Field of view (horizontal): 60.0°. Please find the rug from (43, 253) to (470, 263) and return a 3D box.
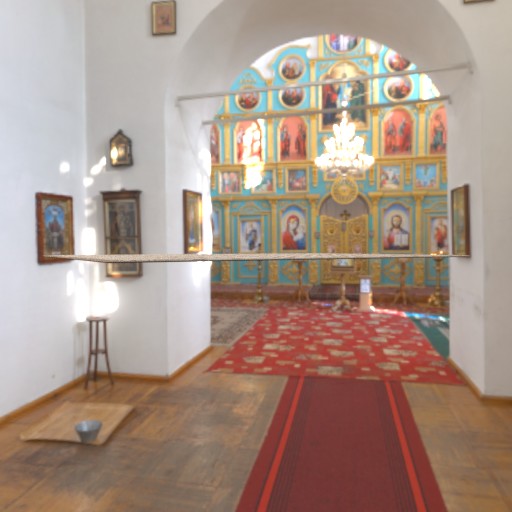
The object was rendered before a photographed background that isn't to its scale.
[{"bbox_3d":[0.000,0.000,2.284,1.829,0.008,1.219,-1,1,-33],"label":"rug"}]
